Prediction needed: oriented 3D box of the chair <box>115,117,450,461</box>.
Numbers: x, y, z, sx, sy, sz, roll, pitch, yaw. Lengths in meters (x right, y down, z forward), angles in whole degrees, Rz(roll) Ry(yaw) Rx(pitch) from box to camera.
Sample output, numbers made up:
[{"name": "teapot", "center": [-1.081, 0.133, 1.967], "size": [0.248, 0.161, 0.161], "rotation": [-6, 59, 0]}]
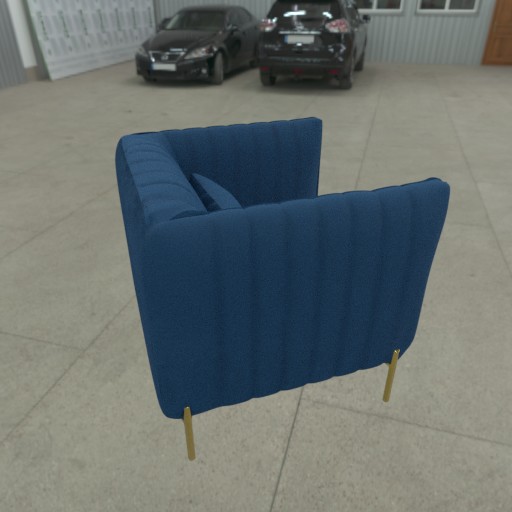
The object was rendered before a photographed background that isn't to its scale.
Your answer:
[{"name": "chair", "center": [0.000, 0.000, 1.627], "size": [0.877, 0.793, 0.947], "rotation": [-10, 32, -16]}]
